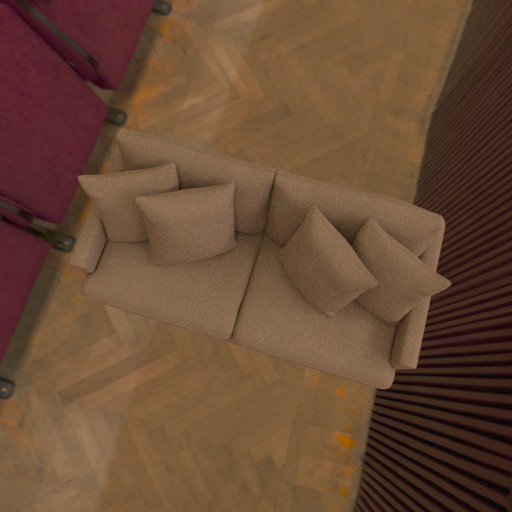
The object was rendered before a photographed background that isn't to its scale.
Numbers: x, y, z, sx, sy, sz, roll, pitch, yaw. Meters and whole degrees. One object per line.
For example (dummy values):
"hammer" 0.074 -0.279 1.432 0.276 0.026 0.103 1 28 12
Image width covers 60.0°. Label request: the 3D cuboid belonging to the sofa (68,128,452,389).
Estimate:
"sofa" 0.000 0.000 3.079 2.380 1.084 1.228 16 76 4
